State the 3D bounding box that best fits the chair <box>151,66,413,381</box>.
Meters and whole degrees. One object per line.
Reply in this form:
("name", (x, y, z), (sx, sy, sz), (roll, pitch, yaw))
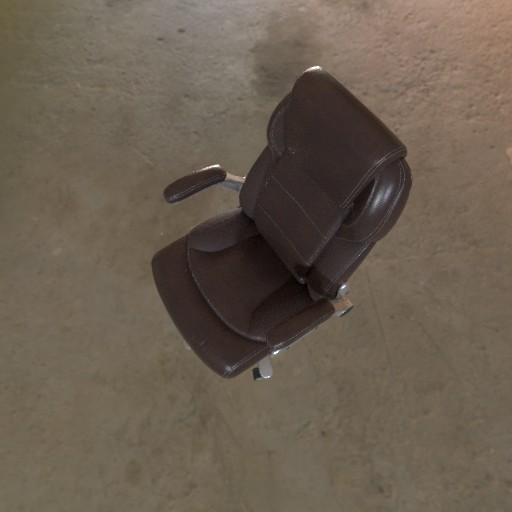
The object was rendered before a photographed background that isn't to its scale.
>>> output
("chair", (0.000, 0.000, 1.661), (0.774, 1.160, 0.733), (-31, 67, -15))
